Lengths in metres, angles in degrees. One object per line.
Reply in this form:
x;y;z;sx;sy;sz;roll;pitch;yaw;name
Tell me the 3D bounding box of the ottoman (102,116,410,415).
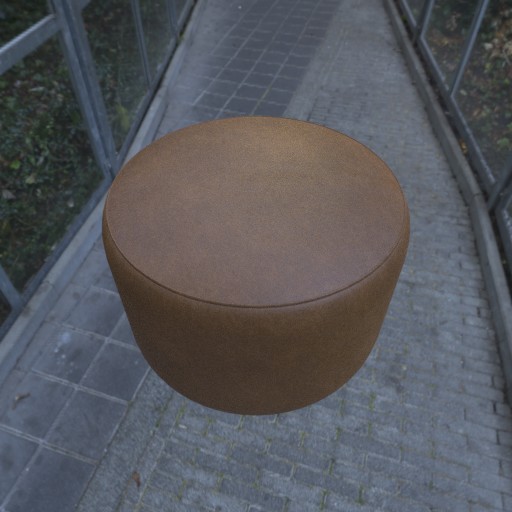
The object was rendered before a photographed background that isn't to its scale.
0.000;0.000;0.996;0.607;0.438;0.607;0;46;0;ottoman
